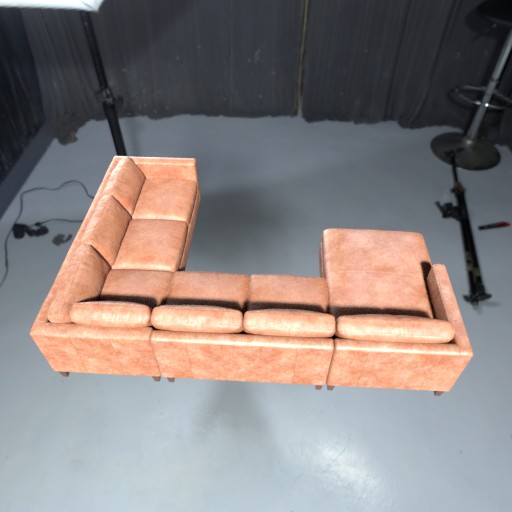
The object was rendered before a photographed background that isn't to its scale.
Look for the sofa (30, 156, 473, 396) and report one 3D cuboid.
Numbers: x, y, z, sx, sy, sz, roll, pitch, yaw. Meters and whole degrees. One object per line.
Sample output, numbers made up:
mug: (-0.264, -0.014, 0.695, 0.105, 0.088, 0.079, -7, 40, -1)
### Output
sofa: (0.000, 0.000, 4.412, 3.401, 0.832, 2.430, 2, 47, 2)
